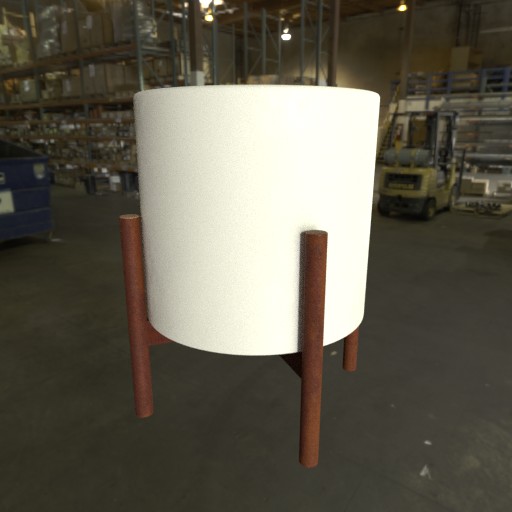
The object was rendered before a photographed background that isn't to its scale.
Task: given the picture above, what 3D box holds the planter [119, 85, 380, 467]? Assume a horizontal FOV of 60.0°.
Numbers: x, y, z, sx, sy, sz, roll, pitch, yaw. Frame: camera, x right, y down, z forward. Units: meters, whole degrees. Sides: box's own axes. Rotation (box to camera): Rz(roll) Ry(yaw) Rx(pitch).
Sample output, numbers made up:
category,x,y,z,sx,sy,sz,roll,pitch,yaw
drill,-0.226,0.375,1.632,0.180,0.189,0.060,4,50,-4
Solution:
category,x,y,z,sx,sy,sz,roll,pitch,yaw
planter,0.000,0.000,0.856,0.420,0.581,0.421,8,17,25
